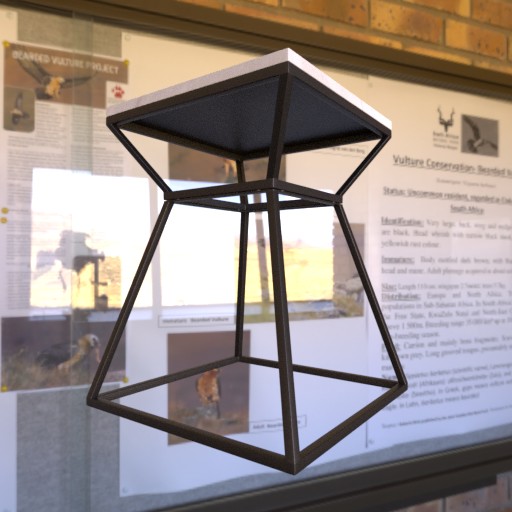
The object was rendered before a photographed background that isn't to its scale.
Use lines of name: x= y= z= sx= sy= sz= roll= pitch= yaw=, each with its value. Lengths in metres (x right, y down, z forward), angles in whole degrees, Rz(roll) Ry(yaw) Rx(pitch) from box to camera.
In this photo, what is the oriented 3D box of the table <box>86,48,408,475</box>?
table: x=0.000 y=0.000 z=0.878 sx=0.455 sy=0.559 sz=0.455 roll=0 pitch=0 yaw=36
